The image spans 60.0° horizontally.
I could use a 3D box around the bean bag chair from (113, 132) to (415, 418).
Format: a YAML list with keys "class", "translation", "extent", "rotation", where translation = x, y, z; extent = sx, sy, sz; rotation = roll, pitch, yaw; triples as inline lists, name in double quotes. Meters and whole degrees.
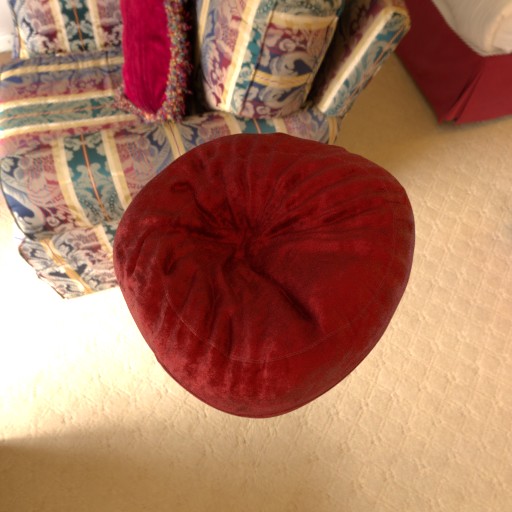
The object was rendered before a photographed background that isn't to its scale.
- class: "bean bag chair"
  translation: [0.000, 0.000, 2.394]
  extent: [1.524, 0.878, 1.524]
  rotation: [34, 69, 15]
